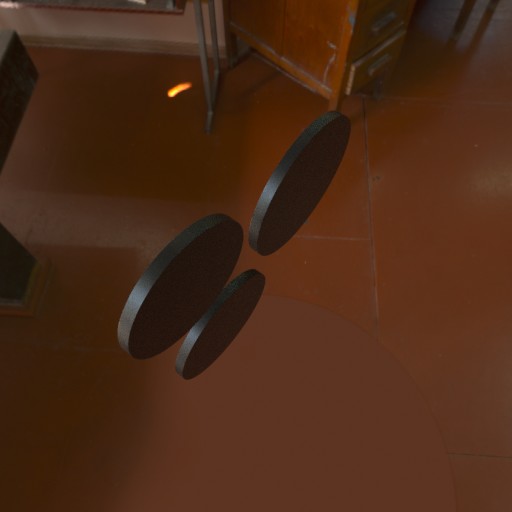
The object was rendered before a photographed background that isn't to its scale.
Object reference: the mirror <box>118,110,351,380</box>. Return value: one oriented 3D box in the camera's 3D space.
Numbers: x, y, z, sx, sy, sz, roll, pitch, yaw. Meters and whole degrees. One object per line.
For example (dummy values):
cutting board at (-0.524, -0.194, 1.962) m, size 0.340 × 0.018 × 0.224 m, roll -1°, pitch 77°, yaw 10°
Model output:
mirror at (0.000, 0.000, 3.196) m, size 0.076 × 2.096 × 2.160 m, roll 35°, pitch 68°, yaw 16°
